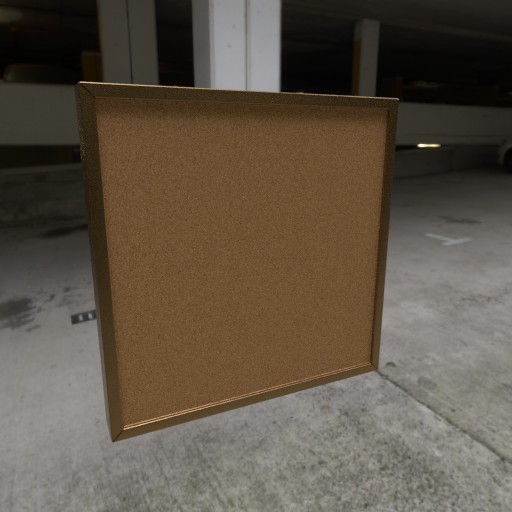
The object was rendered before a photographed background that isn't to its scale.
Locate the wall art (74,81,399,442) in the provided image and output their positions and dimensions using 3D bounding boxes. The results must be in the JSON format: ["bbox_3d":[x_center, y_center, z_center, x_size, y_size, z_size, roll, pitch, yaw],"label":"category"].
[{"bbox_3d":[0.000,0.000,0.440,0.305,0.305,0.037,-7,16,-25],"label":"wall art"}]
